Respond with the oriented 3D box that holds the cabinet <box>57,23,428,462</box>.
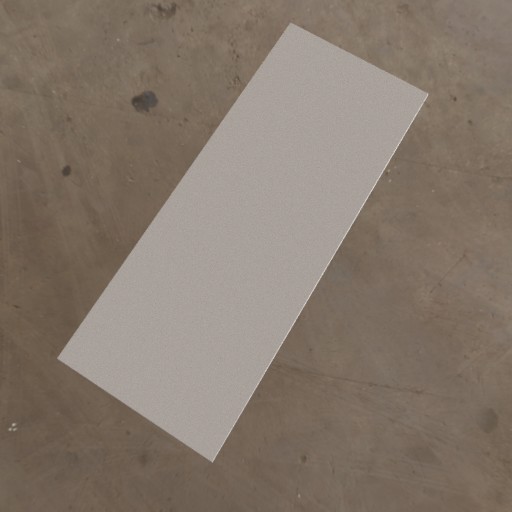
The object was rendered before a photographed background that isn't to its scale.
[{"bbox_3d":[0.000,0.000,1.422,0.400,0.800,1.000,31,79,7],"label":"cabinet"}]
